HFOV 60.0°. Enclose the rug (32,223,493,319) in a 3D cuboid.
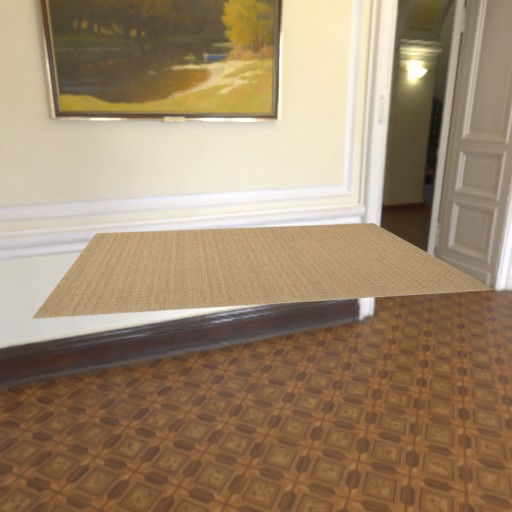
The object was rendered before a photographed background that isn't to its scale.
[{"bbox_3d":[0.000,0.000,3.675,2.895,0.006,1.981,-3,17,-9],"label":"rug"}]
